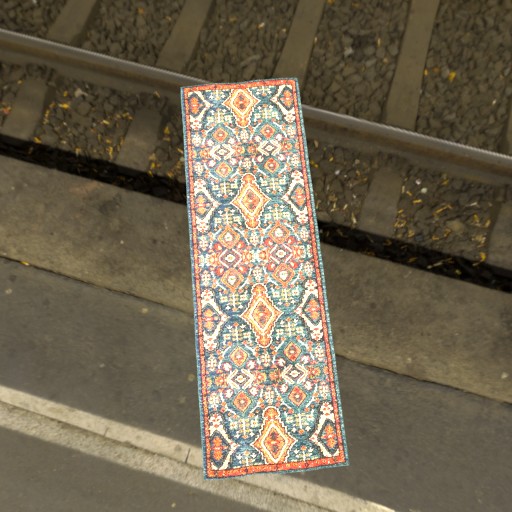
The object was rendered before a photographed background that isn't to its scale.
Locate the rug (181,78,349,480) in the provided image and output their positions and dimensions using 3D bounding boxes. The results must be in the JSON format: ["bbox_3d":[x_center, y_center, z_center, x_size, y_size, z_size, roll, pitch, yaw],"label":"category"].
[{"bbox_3d":[0.000,0.000,2.713,0.801,0.010,2.459,-5,76,-1],"label":"rug"}]
